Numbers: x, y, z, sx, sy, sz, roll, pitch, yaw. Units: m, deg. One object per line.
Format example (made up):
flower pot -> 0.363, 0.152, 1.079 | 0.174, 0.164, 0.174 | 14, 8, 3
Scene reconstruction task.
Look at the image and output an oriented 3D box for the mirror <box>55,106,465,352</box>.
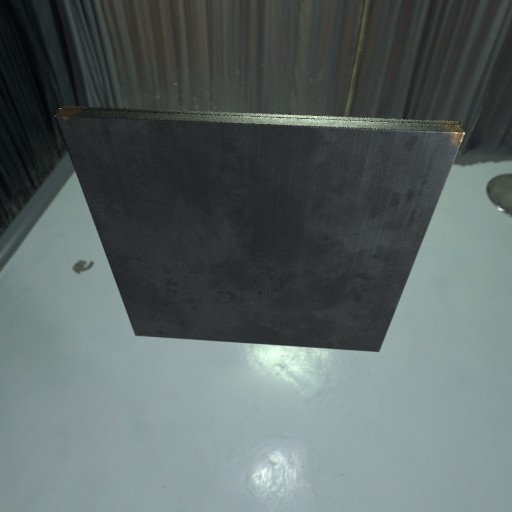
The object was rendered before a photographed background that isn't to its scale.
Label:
mirror -> 0.000, 0.000, 0.557 | 0.382, 0.381, 0.020 | 3, 47, 3
